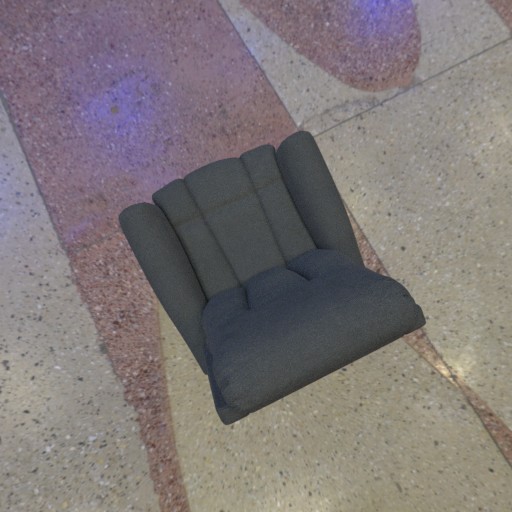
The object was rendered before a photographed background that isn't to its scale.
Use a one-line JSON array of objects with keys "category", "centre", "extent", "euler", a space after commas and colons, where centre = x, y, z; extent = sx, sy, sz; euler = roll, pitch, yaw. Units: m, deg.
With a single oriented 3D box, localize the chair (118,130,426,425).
[{"category": "chair", "centre": [0.000, 0.000, 1.754], "extent": [0.871, 1.031, 0.979], "euler": [-25, 78, -6]}]
